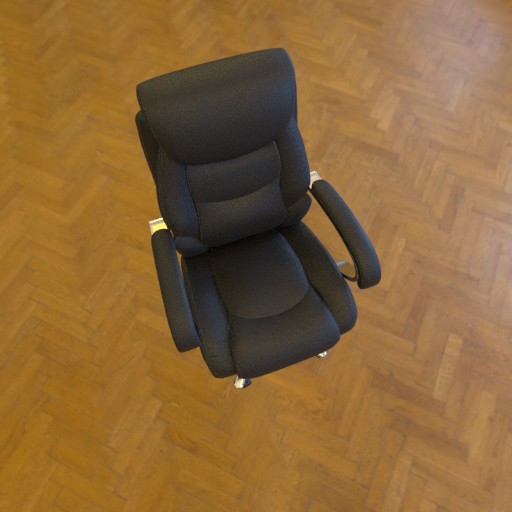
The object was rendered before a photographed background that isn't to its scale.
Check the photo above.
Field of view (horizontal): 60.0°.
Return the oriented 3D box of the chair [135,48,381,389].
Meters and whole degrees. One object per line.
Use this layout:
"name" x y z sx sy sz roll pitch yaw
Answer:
"chair" 0.000 0.000 1.692 0.755 1.183 0.790 -18 64 -9
